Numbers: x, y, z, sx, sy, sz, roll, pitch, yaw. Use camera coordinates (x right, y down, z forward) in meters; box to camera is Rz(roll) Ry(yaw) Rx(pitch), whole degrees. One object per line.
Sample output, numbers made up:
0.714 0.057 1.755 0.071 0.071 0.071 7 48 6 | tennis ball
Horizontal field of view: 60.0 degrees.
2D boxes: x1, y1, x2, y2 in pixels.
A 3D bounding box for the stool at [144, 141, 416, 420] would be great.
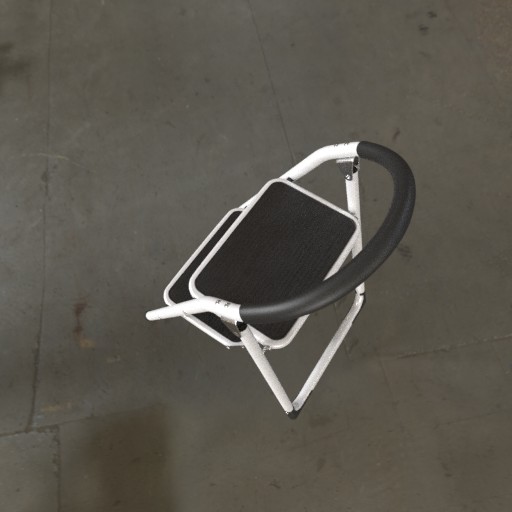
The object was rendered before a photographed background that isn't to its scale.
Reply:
0.000 0.000 1.074 0.559 0.760 0.453 31 67 14 | stool
